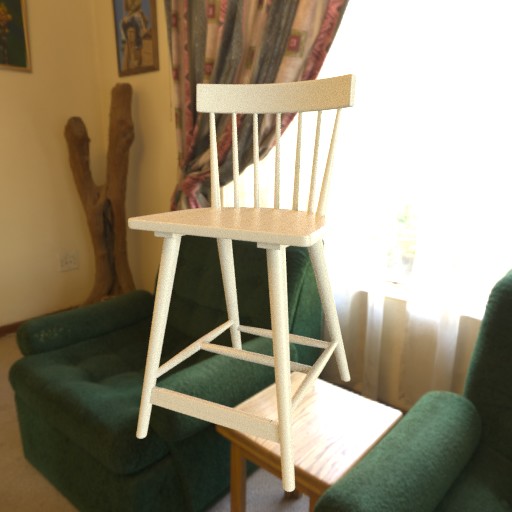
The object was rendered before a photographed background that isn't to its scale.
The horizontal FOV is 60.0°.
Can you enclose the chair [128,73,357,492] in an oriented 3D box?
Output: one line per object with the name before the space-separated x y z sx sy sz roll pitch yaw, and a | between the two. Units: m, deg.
chair | 0.000 0.000 1.249 0.483 0.952 0.572 7 16 25
